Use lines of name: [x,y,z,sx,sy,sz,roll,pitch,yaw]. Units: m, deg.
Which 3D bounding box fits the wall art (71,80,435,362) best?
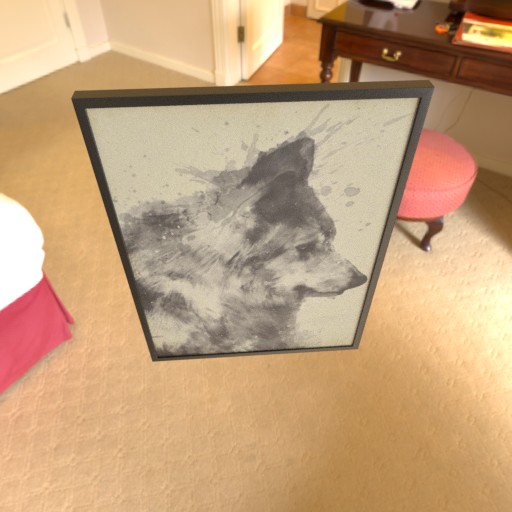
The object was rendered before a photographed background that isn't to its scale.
wall art: [0.000,0.000,1.367,0.804,1.061,0.039,-3,45,-3]
